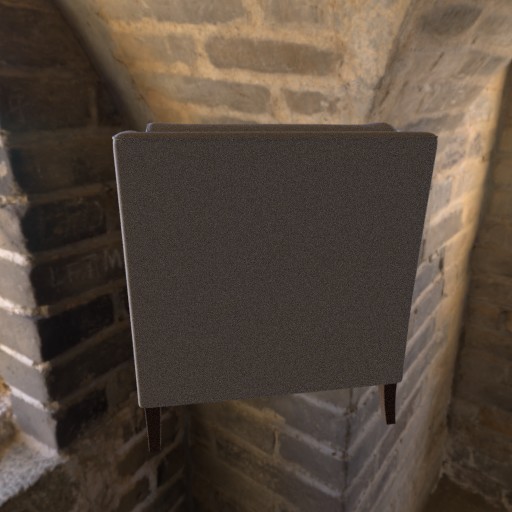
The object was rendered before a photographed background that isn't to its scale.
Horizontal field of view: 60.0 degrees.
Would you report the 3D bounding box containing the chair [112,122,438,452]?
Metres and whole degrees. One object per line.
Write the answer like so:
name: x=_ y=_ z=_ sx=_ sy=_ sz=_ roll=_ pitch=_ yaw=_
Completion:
chair: x=0.000 y=0.000 z=1.837 sx=0.982 sy=1.056 sz=1.040 roll=-3 pitch=16 yaw=-9
